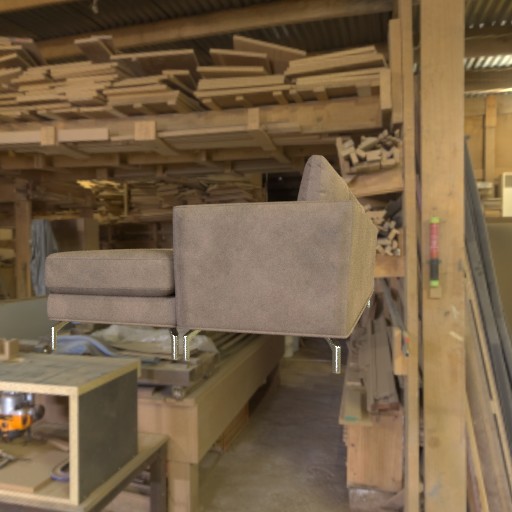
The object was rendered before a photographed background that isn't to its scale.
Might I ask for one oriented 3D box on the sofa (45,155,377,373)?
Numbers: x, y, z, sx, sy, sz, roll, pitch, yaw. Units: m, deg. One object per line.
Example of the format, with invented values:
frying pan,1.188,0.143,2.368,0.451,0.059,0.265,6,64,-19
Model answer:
sofa,0.000,0.000,3.241,1.622,0.987,2.438,0,1,17
